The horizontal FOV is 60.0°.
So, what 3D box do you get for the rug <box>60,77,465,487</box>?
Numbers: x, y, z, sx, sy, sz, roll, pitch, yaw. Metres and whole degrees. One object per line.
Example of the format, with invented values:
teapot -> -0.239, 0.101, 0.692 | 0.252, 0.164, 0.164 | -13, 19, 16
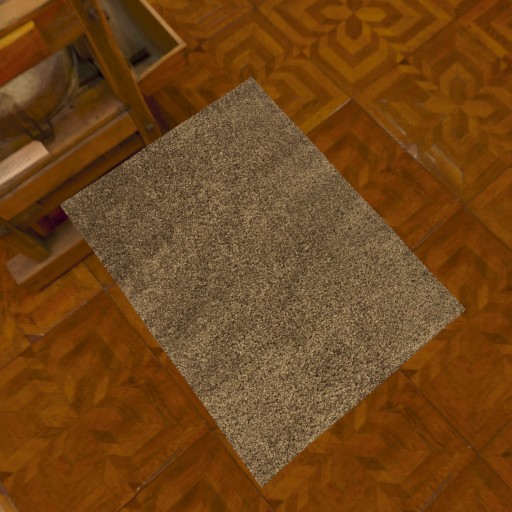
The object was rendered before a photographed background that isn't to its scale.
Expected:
rug -> 0.000, 0.000, 2.115 | 1.198, 0.025, 1.601 | -37, 77, -10
